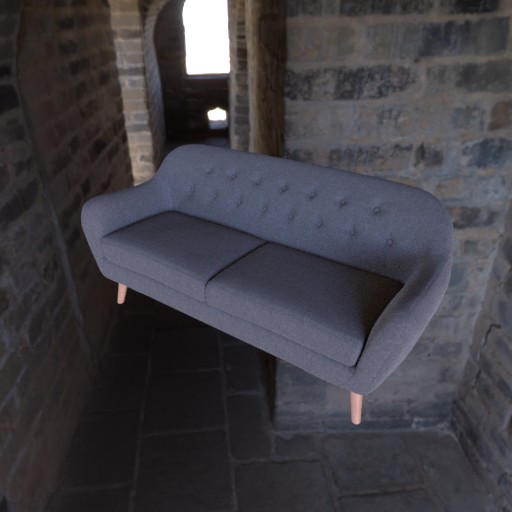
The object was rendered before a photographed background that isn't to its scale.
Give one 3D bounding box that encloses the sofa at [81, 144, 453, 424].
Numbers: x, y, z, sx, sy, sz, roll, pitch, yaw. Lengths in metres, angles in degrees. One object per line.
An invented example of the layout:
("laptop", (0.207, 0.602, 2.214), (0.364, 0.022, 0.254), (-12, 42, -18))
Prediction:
("sofa", (0.000, 0.000, 2.286), (1.840, 0.820, 0.820), (19, 33, 31))
